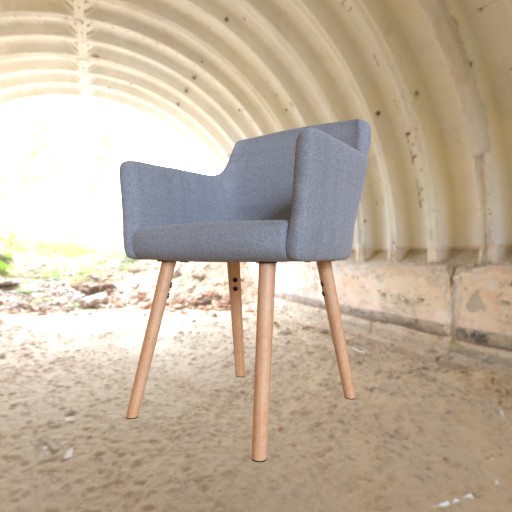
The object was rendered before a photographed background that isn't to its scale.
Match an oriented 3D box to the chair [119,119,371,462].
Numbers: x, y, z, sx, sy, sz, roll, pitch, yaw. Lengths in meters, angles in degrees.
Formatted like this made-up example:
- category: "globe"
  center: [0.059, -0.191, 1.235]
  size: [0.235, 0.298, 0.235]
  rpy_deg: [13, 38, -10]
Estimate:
- category: "chair"
  center: [0.000, 0.000, 1.170]
  size: [0.570, 0.780, 0.540]
  rpy_deg: [0, 0, 35]
